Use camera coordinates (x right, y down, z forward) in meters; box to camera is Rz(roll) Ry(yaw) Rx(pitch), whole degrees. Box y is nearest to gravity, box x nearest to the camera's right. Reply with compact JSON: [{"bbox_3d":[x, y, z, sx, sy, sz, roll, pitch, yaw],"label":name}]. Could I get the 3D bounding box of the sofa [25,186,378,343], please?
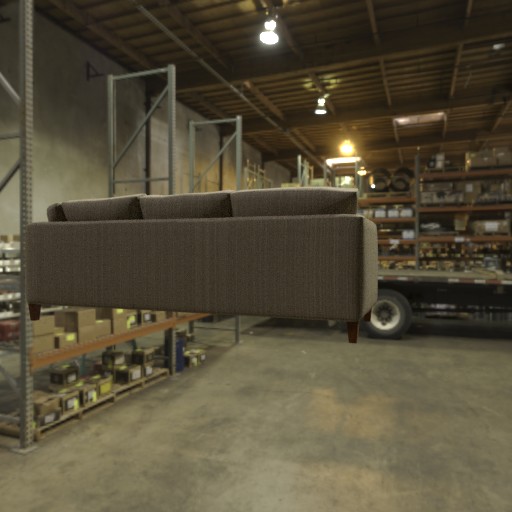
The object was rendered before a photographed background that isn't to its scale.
[{"bbox_3d":[0.000,0.000,4.586,2.594,0.961,3.460,0,1,20],"label":"sofa"}]
